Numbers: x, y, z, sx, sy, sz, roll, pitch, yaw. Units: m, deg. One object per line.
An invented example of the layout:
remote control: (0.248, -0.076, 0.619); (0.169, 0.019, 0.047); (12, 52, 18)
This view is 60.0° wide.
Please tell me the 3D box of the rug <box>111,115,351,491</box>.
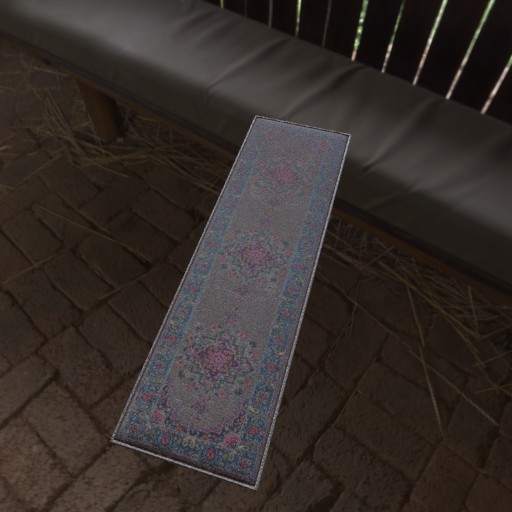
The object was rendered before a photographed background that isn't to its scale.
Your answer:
rug: (0.000, 0.000, 2.023); (0.553, 0.012, 1.827); (14, 59, 9)
